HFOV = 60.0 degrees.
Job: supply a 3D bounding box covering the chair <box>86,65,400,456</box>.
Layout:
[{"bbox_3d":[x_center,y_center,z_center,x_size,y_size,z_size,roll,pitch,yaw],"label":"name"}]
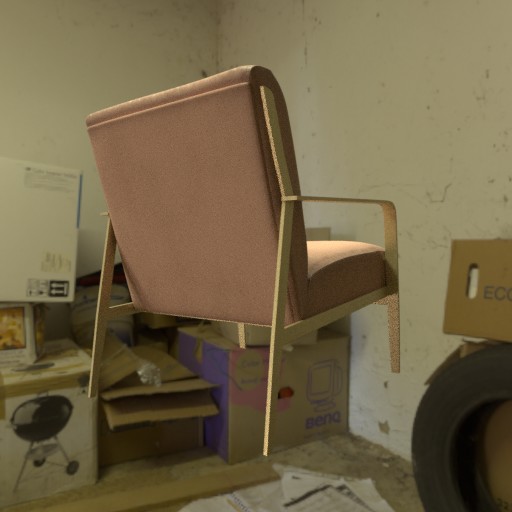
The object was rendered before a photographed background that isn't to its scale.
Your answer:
[{"bbox_3d":[0.000,0.000,1.421,0.701,0.823,0.848,0,1,36],"label":"chair"}]
